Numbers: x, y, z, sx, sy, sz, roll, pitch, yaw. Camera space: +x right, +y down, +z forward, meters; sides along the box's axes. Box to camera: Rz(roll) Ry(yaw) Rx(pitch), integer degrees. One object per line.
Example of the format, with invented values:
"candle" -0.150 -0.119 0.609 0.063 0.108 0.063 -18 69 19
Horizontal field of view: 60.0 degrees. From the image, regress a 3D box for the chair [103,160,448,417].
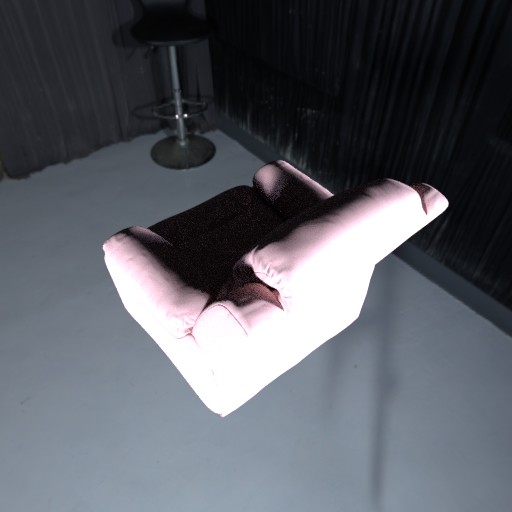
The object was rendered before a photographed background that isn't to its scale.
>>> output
"chair" 0.000 0.000 1.265 0.680 0.702 0.709 -30 52 -26
